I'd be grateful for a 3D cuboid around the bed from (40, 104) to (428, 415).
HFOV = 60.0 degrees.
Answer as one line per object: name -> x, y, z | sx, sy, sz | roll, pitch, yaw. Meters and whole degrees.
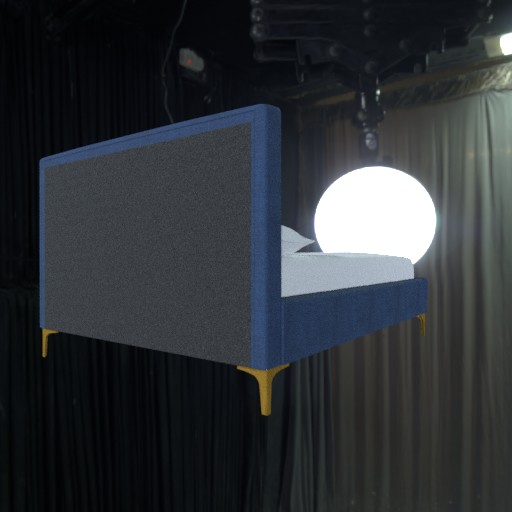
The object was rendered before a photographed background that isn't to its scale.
bed -> 0.000, 0.000, 3.076 | 1.723, 1.231, 2.172 | 0, 0, 36
